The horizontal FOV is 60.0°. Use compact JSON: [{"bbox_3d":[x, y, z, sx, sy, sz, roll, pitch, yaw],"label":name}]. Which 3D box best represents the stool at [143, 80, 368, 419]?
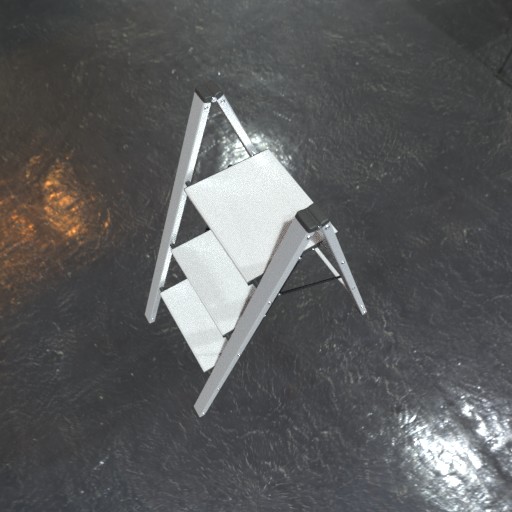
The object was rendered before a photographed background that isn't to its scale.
[{"bbox_3d":[0.000,0.000,1.277,0.730,0.902,0.441,-29,65,-15],"label":"stool"}]
